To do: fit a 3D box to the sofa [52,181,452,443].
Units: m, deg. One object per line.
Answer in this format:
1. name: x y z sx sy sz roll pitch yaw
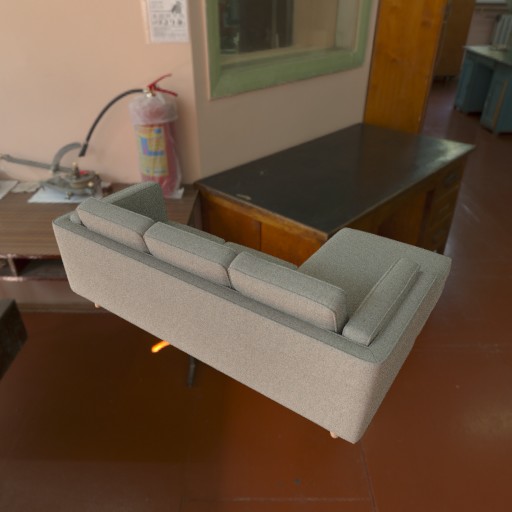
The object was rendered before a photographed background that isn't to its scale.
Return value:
1. sofa: 0.000 0.000 3.170 2.411 0.929 1.604 20 37 29
